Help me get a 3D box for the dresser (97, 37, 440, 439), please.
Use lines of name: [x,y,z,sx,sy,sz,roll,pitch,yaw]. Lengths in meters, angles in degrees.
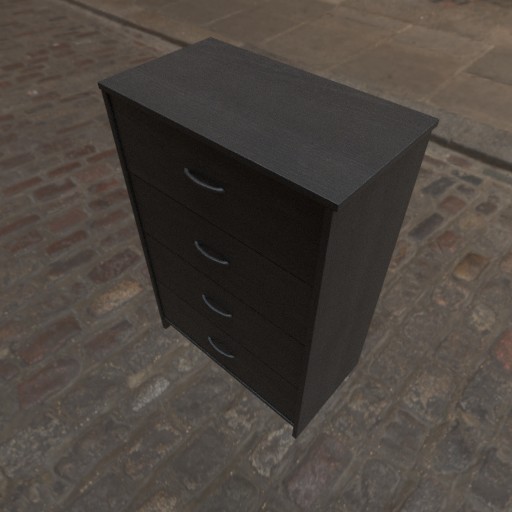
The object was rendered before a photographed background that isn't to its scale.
dresser: [0.000,0.000,1.373,0.700,1.020,0.398,33,54,27]
